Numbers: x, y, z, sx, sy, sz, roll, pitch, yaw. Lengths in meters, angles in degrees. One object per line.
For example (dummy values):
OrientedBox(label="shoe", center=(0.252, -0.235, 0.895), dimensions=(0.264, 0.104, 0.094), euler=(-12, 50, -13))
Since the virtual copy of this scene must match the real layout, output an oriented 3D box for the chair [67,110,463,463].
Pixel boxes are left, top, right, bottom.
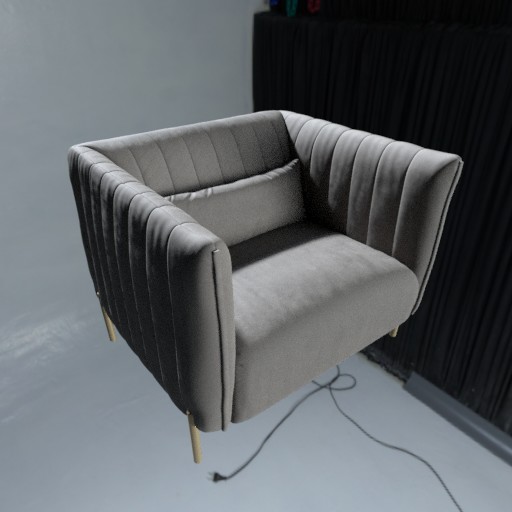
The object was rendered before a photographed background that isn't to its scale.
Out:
OrientedBox(label="chair", center=(0.000, 0.000, 1.558), dimensions=(0.981, 0.779, 0.873), euler=(-21, 37, -32))
